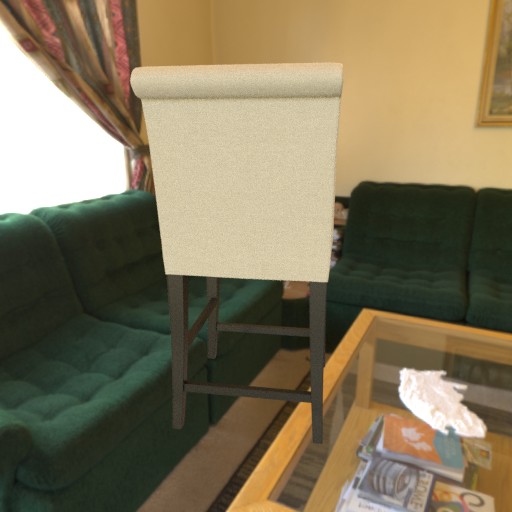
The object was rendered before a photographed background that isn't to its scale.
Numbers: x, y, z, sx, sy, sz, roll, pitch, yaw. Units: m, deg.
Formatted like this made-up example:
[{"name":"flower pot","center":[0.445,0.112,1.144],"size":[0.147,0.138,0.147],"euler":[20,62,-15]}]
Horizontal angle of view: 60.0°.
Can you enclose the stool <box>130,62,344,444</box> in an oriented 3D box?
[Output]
[{"name":"stool","center":[0.000,0.000,1.303],"size":[0.452,0.976,0.597],"euler":[2,16,9]}]
